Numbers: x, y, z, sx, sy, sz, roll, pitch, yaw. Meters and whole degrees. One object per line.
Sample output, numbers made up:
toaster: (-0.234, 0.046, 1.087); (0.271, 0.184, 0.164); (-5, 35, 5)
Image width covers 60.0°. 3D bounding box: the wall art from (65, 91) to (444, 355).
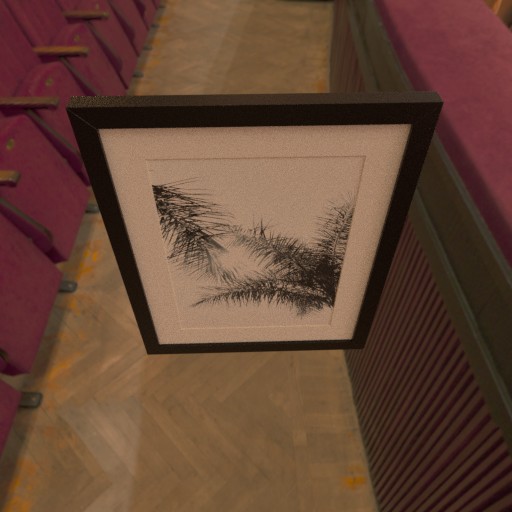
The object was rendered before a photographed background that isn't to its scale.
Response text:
wall art: (0.000, 0.000, 0.746); (0.457, 0.557, 0.028); (-1, 46, -1)
